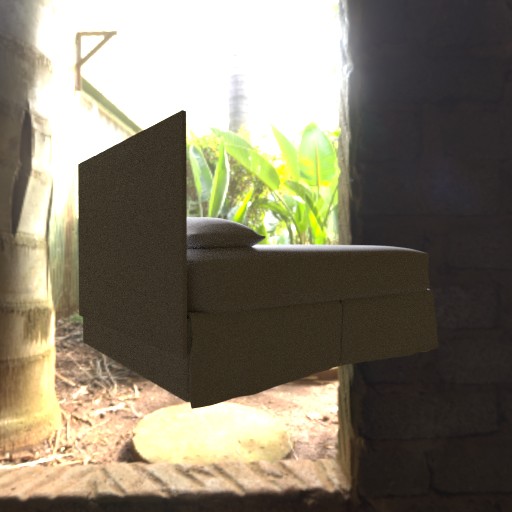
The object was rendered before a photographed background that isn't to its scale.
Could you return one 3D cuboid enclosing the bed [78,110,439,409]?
[{"bbox_3d":[0.000,0.000,3.261,2.094,1.335,1.745,-1,1,-37],"label":"bed"}]
